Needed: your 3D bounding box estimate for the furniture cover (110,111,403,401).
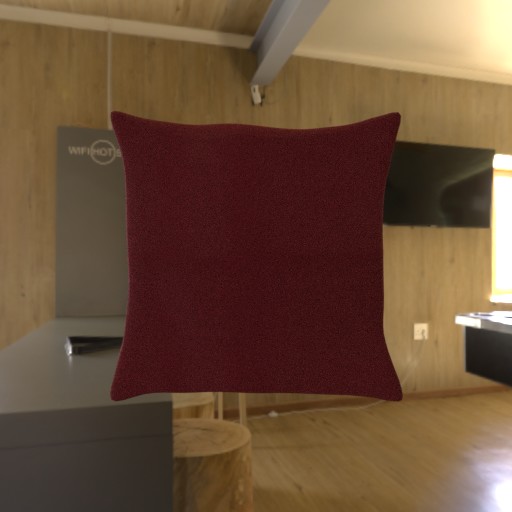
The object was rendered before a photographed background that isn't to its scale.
[{"bbox_3d":[0.000,0.000,0.784,0.514,0.513,0.163,0,-1,0],"label":"furniture cover"}]
